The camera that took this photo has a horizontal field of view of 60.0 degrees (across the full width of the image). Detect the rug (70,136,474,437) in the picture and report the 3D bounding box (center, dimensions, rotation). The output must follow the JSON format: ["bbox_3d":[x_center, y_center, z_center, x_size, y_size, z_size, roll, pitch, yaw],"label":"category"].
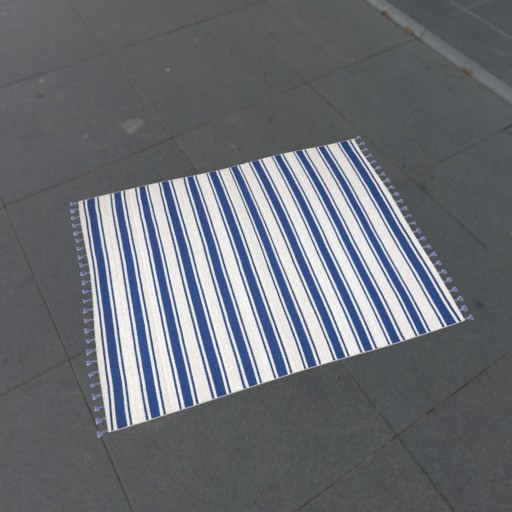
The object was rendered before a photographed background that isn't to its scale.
[{"bbox_3d":[0.000,0.000,4.369,3.416,0.016,2.471,-15,59,-9],"label":"rug"}]
